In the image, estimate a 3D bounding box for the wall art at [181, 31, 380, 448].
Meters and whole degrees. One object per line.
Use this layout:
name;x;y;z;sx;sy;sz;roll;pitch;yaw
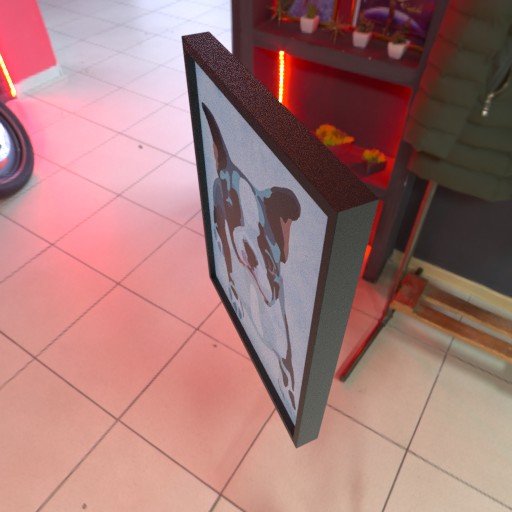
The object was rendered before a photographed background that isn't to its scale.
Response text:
wall art;0.000;0.000;0.488;0.030;0.369;0.294;-18;49;-17
